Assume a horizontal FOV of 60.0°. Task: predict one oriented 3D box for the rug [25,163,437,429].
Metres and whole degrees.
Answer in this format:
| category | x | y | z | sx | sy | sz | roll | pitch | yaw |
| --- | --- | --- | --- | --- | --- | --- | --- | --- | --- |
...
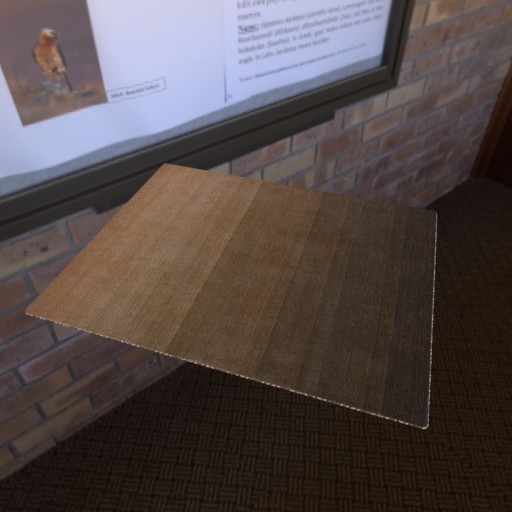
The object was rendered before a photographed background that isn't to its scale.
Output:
| category | x | y | z | sx | sy | sz | roll | pitch | yaw |
| --- | --- | --- | --- | --- | --- | --- | --- | --- | --- |
| rug | 0.000 | 0.000 | 3.774 | 2.902 | 0.017 | 2.305 | 12 | 43 | 14 |
